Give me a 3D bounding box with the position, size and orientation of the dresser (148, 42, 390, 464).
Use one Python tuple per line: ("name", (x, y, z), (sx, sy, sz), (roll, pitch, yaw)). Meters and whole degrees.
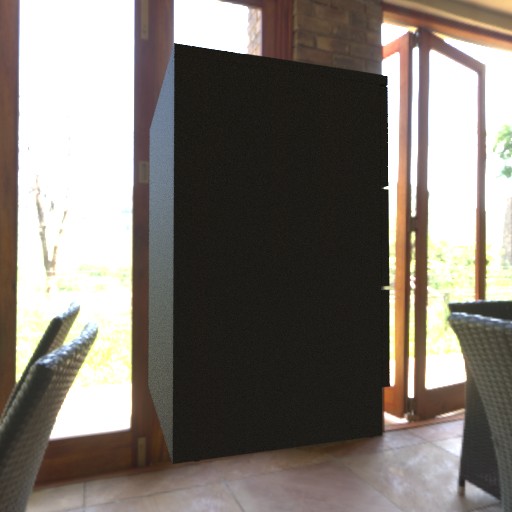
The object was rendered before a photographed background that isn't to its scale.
("dresser", (0.000, 0.000, 0.832), (0.360, 0.560, 0.400), (0, -1, -18))
